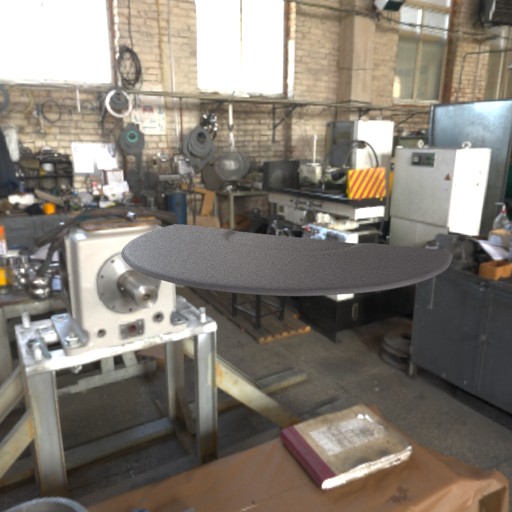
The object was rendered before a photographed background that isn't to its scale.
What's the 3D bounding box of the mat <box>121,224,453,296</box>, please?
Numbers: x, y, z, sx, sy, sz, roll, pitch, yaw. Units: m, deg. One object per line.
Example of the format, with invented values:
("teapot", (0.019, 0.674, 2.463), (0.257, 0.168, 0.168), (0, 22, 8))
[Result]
("mat", (0.000, 0.000, 1.919), (1.525, 0.022, 0.917), (7, 16, 25))
